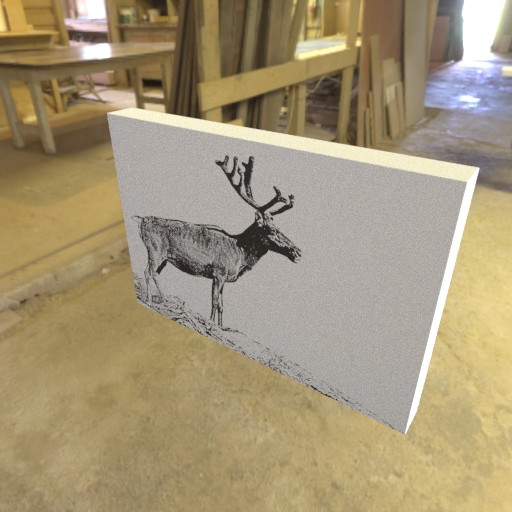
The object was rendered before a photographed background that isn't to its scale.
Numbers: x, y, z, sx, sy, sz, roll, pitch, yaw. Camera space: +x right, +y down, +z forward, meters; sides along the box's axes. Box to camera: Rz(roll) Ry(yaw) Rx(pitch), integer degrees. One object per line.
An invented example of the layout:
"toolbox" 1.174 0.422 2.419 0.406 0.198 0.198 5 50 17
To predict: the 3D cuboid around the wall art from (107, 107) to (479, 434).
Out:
"wall art" 0.000 0.000 0.476 0.381 0.259 0.038 19 35 30
